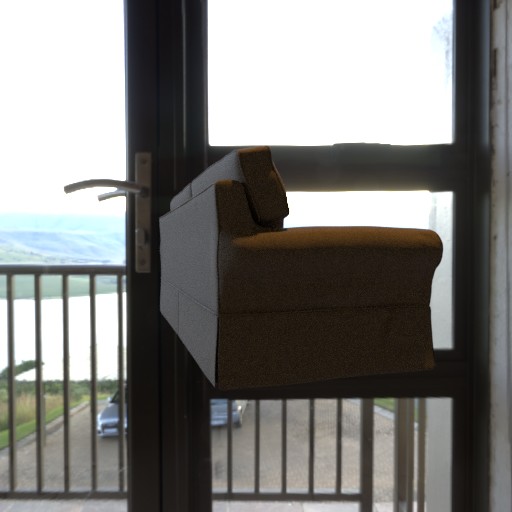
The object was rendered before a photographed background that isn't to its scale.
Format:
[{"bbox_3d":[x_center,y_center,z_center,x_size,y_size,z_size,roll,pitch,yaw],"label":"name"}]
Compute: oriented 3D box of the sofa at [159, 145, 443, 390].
[{"bbox_3d":[0.000,0.000,2.758,0.991,0.943,2.248,0,1,-18],"label":"sofa"}]
